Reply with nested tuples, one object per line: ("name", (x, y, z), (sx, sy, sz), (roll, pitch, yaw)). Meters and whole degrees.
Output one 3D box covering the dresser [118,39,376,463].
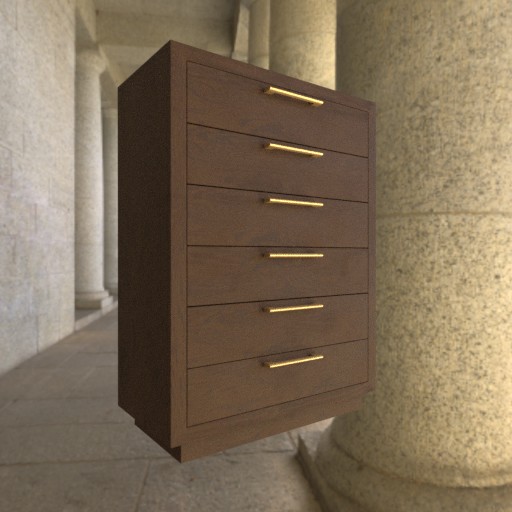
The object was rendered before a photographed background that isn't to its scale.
("dresser", (0.000, 0.000, 1.810), (0.964, 1.320, 0.516), (0, 0, -36))
